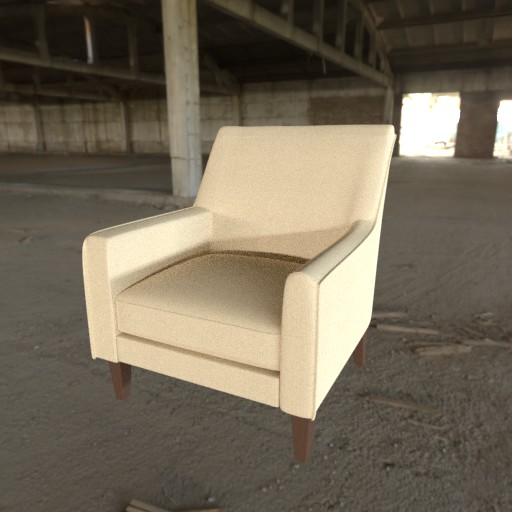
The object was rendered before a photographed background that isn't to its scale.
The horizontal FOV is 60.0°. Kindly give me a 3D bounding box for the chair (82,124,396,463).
[{"bbox_3d":[0.000,0.000,1.605,0.780,0.919,0.899,8,17,26],"label":"chair"}]
